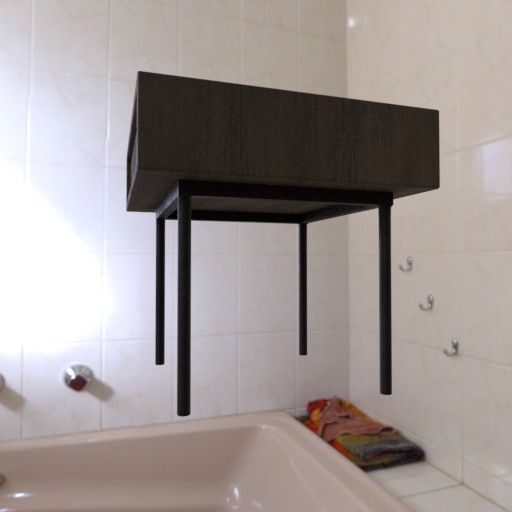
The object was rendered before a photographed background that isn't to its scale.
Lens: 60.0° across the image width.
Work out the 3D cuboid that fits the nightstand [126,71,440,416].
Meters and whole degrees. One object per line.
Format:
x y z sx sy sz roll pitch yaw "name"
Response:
0.000 0.000 0.917 0.503 0.497 0.502 0 -1 -18 "nightstand"
